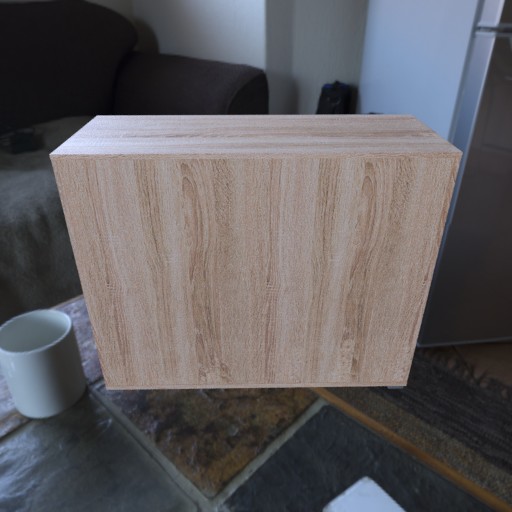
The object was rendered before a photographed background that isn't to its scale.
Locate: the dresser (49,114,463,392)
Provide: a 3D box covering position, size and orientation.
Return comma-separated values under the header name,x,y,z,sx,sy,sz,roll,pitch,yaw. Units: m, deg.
name,x,y,z,sx,sy,sz,roll,pitch,yaw
dresser,0.000,0.000,1.601,1.100,0.900,0.450,-1,31,-1
